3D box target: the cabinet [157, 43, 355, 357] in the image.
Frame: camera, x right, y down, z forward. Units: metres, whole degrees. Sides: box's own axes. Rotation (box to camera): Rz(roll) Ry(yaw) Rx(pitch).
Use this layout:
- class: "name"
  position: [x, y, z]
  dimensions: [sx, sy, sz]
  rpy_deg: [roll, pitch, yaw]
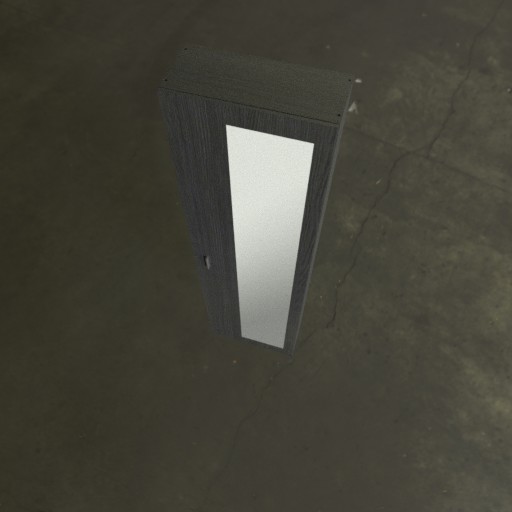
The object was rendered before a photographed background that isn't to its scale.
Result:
- class: "cabinet"
  position: [0.000, 0.000, 1.967]
  dimensions: [0.500, 1.790, 0.230]
  rpy_deg: [15, 60, 9]
